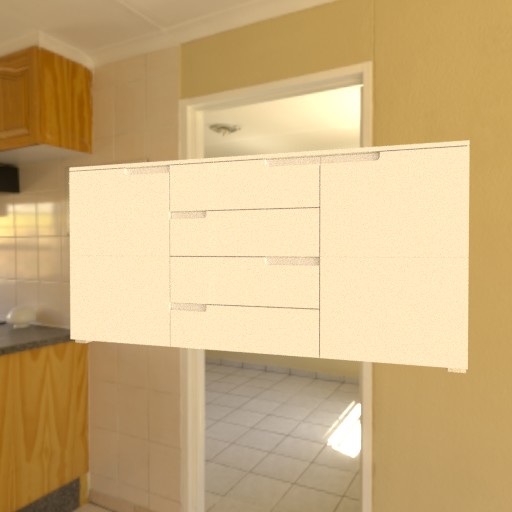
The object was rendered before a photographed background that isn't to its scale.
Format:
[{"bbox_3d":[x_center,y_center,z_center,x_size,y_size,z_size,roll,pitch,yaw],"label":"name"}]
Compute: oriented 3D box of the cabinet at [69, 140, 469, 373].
[{"bbox_3d":[0.000,0.000,1.954,1.650,0.800,0.400,0,1,18],"label":"cabinet"}]
